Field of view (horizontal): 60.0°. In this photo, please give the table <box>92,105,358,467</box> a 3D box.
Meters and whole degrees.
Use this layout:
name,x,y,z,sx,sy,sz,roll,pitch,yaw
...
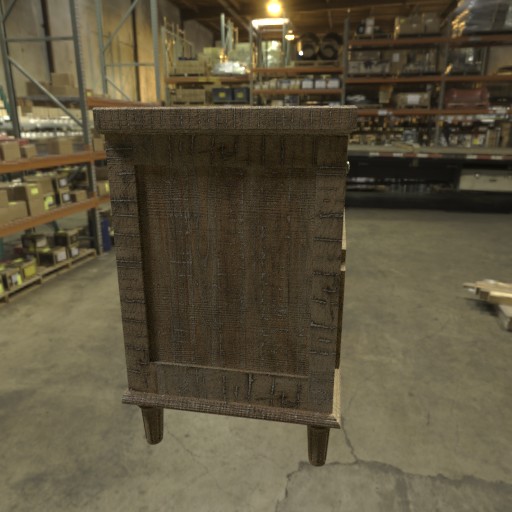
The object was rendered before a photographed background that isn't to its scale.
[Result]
name,x,y,z,sx,sy,sz,roll,pitch,yaw
table,0.000,0.000,1.147,0.457,0.711,0.686,3,17,10
